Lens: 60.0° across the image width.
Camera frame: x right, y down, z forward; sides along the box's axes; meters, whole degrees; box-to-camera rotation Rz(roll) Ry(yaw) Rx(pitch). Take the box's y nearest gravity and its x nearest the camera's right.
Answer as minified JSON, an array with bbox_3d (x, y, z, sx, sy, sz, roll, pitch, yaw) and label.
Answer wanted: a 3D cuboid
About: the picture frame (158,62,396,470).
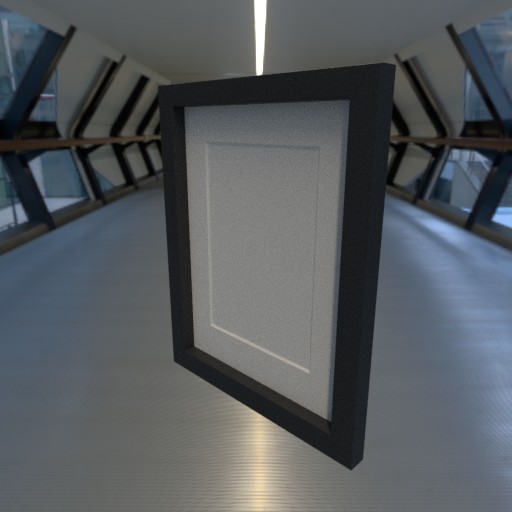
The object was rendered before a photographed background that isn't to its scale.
[{"bbox_3d":[0.000,0.000,0.510,0.307,0.383,0.036,16,23,42],"label":"picture frame"}]
